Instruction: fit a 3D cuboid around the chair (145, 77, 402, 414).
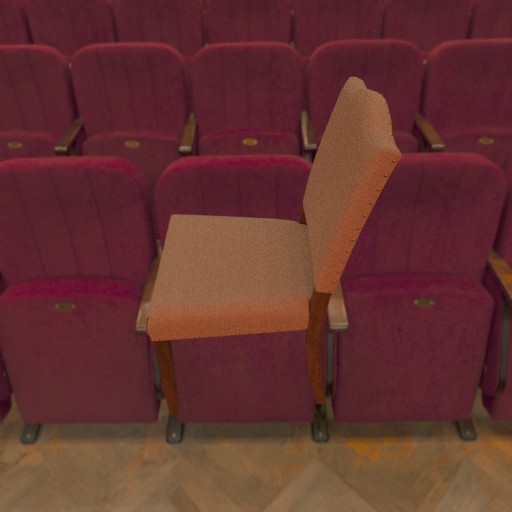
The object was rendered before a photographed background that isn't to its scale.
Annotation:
[{"bbox_3d":[0.000,0.000,1.384,0.620,1.020,0.508,0,41,0],"label":"chair"}]
